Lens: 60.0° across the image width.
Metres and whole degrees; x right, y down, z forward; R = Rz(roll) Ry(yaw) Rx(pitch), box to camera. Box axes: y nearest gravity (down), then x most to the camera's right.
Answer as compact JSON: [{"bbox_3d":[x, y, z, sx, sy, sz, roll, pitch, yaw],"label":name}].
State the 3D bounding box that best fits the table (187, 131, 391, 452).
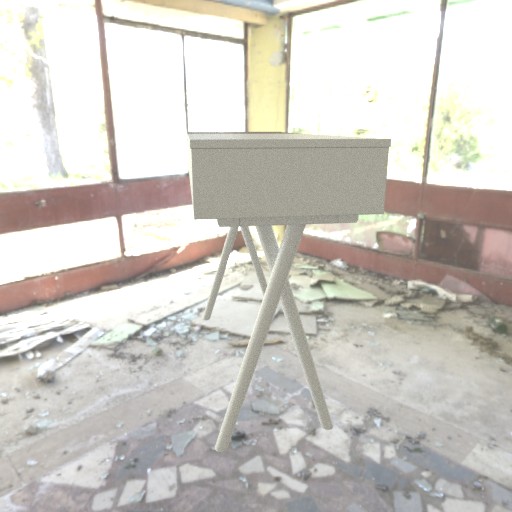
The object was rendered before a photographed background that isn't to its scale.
[{"bbox_3d":[0.000,0.000,1.478,0.418,0.785,1.066,-3,17,-8],"label":"table"}]
